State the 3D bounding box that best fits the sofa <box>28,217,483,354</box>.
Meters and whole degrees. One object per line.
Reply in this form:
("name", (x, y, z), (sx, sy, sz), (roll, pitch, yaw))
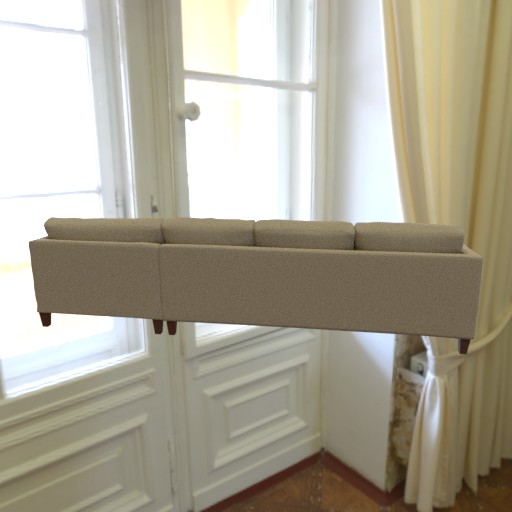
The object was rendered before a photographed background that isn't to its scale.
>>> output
("sofa", (0.000, 0.000, 3.866), (3.186, 0.861, 1.625), (2, 14, 8))
